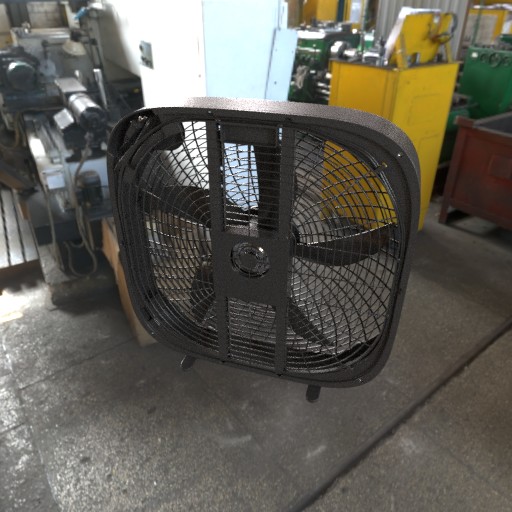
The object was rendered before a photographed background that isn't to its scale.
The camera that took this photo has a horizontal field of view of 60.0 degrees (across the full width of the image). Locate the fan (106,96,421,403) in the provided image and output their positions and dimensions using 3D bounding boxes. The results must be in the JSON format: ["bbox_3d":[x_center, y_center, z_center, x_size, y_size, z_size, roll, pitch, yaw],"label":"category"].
[{"bbox_3d":[0.000,0.000,0.808,0.526,0.533,0.142,9,32,15],"label":"fan"}]
